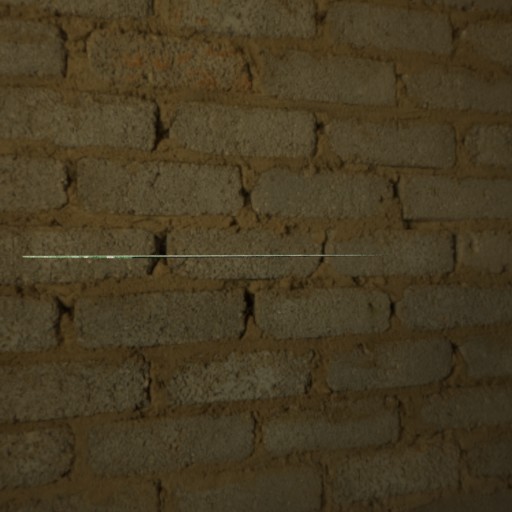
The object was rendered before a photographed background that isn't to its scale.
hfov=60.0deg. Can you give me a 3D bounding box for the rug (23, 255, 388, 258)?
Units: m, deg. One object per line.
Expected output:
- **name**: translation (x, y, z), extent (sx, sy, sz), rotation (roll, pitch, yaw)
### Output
- **rug**: translation (0.000, 0.000, 2.706), extent (0.761, 0.006, 2.438), rotation (0, 0, 36)
